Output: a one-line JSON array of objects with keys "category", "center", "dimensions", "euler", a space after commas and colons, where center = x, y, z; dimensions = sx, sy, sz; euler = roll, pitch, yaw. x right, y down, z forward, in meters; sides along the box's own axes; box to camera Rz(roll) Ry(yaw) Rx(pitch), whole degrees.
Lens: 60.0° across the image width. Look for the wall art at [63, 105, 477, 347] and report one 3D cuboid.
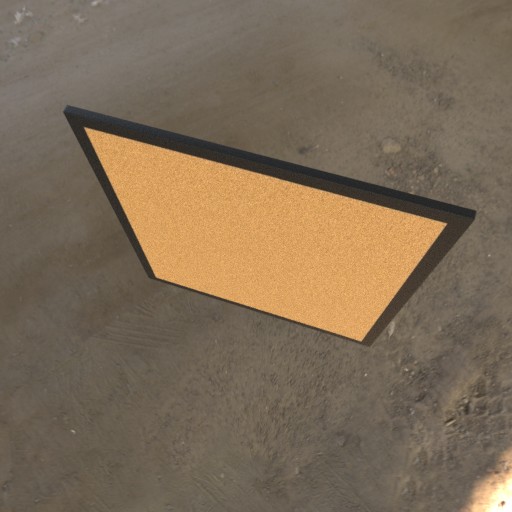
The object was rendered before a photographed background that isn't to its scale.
[{"category": "wall art", "center": [0.000, 0.000, 0.972], "dimensions": [0.663, 0.659, 0.016], "euler": [16, 64, 8]}]
